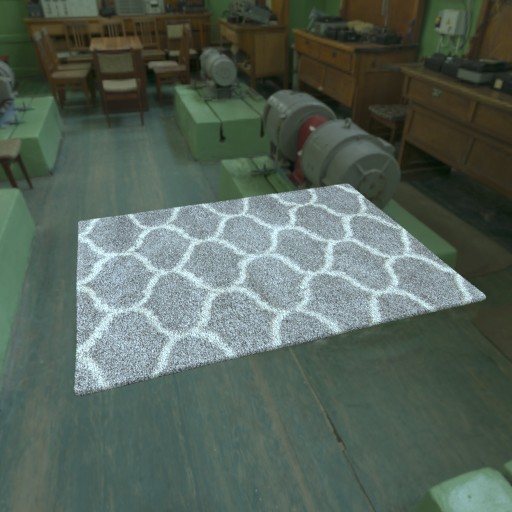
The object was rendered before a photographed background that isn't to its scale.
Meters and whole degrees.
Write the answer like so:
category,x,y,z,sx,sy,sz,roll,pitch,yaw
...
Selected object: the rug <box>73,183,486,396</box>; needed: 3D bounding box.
category,x,y,z,sx,sy,sz,roll,pitch,yaw
rug,0.000,0.000,2.083,1.600,0.025,1.200,-10,34,-15
